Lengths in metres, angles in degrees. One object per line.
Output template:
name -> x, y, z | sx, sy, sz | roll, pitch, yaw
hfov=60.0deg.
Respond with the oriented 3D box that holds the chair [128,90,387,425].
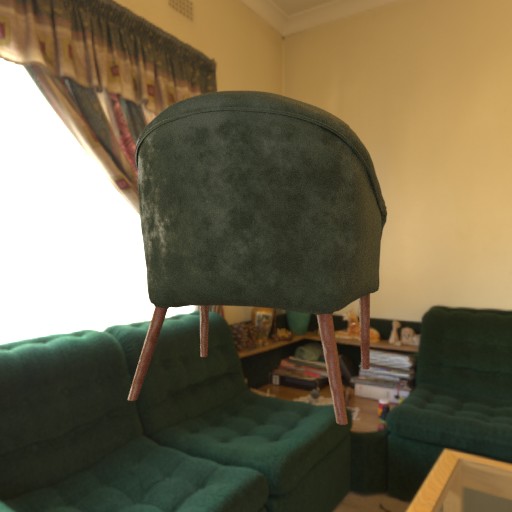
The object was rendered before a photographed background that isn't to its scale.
chair -> 0.000, 0.000, 1.516 | 0.851, 0.885, 0.776 | 0, 0, 17
